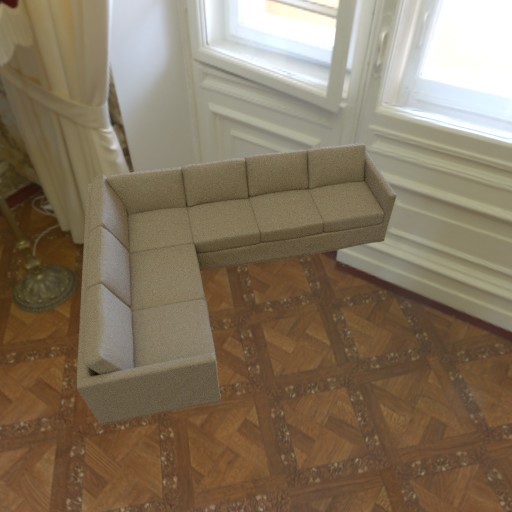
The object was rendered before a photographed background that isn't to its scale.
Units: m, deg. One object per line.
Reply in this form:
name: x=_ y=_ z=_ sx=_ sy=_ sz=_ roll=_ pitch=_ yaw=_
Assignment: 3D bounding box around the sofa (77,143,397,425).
sofa: x=0.000 y=0.000 z=4.378 sx=3.182 sy=0.871 sz=2.432 roll=-9 pitch=48 yaw=-9
